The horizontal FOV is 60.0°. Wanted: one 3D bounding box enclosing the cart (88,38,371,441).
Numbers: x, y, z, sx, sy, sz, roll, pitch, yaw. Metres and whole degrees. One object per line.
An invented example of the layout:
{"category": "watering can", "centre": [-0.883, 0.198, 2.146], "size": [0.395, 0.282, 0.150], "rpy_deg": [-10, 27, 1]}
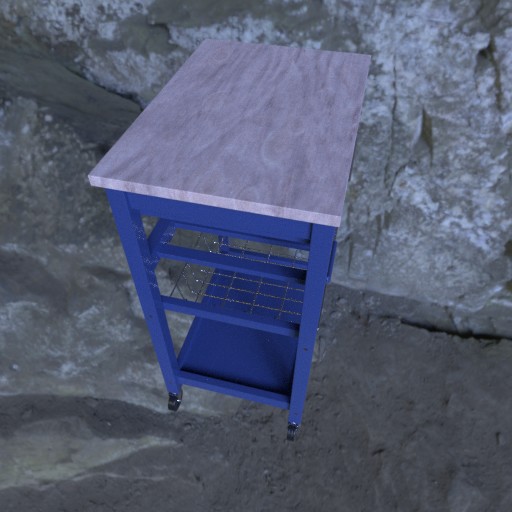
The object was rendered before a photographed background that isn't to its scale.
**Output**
{"category": "cart", "centre": [0.000, 0.000, 1.154], "size": [0.403, 0.839, 0.584], "rpy_deg": [10, 47, 10]}
